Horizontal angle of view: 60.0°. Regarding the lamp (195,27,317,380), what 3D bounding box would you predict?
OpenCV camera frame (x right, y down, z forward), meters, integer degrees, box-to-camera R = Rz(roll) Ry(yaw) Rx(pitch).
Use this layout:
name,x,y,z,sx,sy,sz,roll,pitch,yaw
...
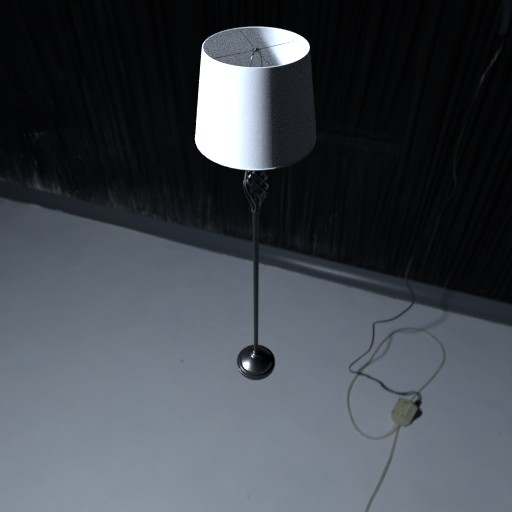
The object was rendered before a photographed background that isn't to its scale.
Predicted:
name,x,y,z,sx,sy,sz,roll,pitch,yaw
lamp,0.000,0.000,1.777,0.379,1.623,0.379,0,46,0
